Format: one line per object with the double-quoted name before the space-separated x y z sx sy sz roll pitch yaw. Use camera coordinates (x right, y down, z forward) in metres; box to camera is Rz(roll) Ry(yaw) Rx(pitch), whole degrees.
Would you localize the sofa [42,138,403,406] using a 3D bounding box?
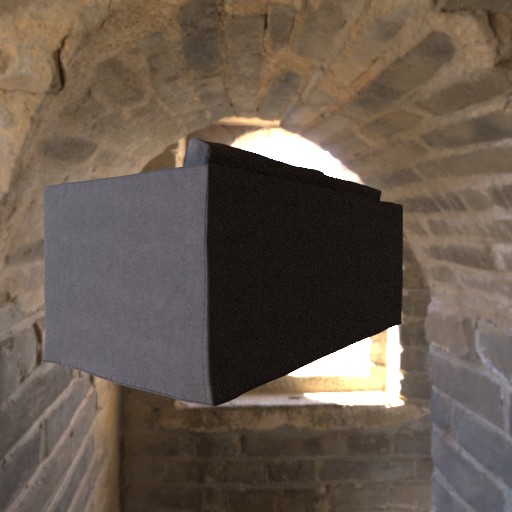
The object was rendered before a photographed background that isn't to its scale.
"sofa" 0.000 0.000 2.288 0.974 0.854 1.802 1 2 36
